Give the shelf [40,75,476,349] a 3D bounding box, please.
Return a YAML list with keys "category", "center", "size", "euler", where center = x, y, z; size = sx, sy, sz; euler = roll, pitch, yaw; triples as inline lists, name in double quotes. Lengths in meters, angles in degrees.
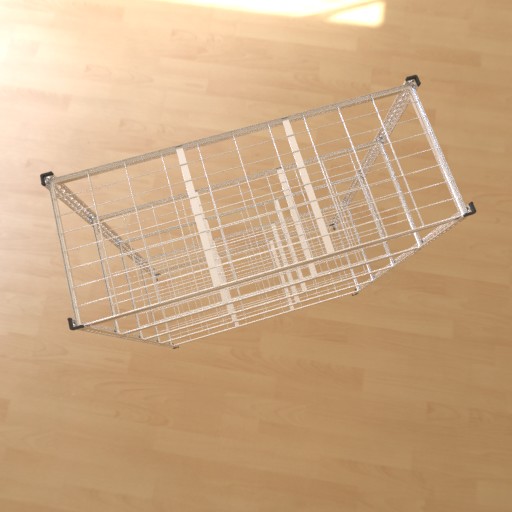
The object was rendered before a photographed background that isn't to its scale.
- category: "shelf"
  center: [0.000, 0.000, 2.615]
  size: [1.524, 1.981, 0.610]
  euler: [-16, 77, -4]
